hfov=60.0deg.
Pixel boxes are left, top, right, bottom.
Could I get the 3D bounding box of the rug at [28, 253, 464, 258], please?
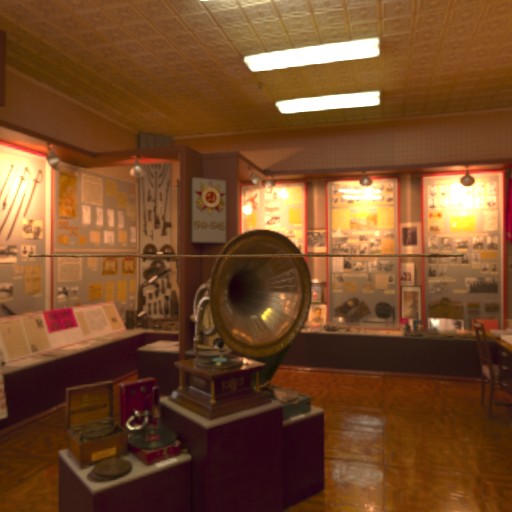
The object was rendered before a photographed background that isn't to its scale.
[{"bbox_3d":[0.000,0.000,3.031,2.431,0.025,1.530,0,0,18],"label":"rug"}]
